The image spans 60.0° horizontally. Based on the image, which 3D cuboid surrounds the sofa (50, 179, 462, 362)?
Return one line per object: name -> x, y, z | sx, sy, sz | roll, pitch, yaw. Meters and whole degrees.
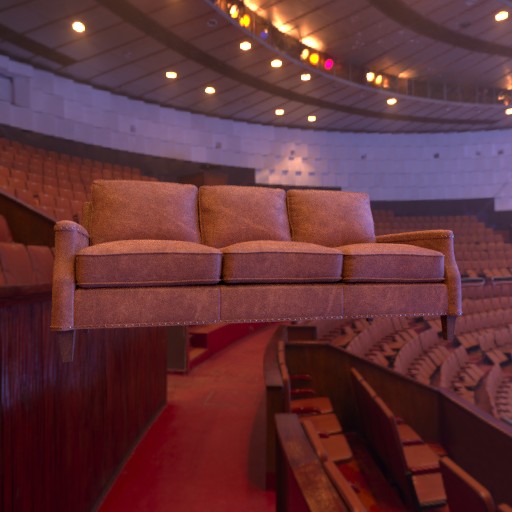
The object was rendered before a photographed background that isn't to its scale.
sofa -> 0.000, 0.000, 2.808 | 2.246, 1.003, 1.084 | 0, -1, -16
